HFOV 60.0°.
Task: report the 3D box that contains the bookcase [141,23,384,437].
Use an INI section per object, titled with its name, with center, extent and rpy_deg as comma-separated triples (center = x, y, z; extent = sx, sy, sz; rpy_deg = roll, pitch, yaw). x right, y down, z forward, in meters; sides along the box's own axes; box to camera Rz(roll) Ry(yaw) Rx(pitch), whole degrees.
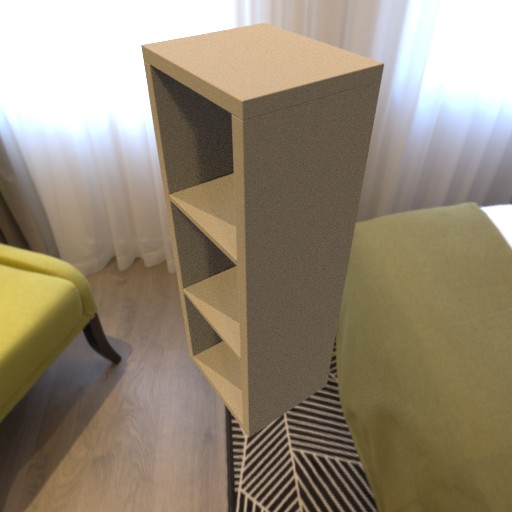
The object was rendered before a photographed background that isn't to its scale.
[bookcase]
center = 0.000, 0.000, 1.250
extent = 0.330, 1.080, 0.390
rpy_deg = -25, 46, -26
